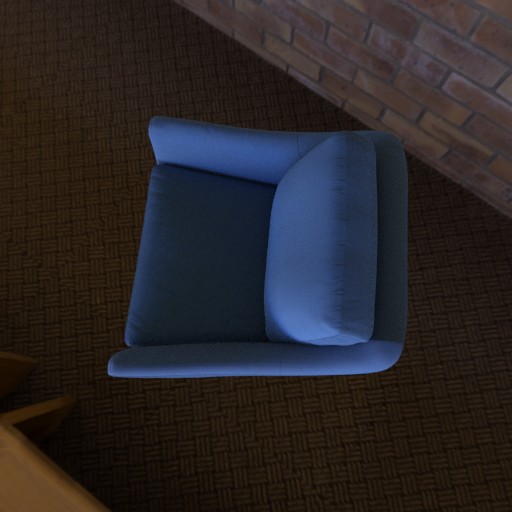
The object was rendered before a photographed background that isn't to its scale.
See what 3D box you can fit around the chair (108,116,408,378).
[{"bbox_3d":[0.000,0.000,1.728,0.961,0.899,0.987,5,75,1],"label":"chair"}]
